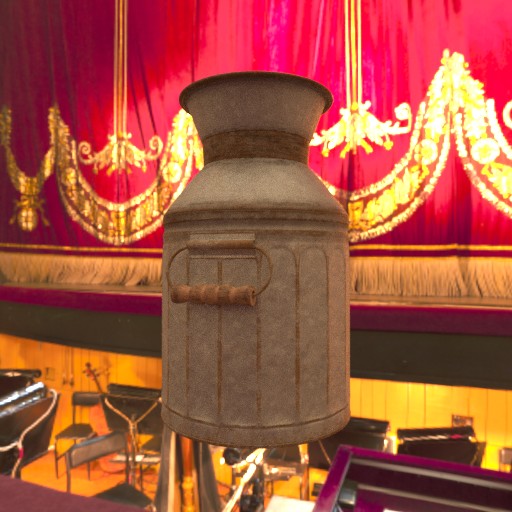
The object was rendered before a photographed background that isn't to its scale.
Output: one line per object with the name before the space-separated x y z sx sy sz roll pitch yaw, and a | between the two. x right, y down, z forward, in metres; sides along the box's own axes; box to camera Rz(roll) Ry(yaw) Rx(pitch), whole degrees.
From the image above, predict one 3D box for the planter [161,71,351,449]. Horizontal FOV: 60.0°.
planter | 0.000 0.000 0.514 0.215 0.358 0.248 0 0 18
